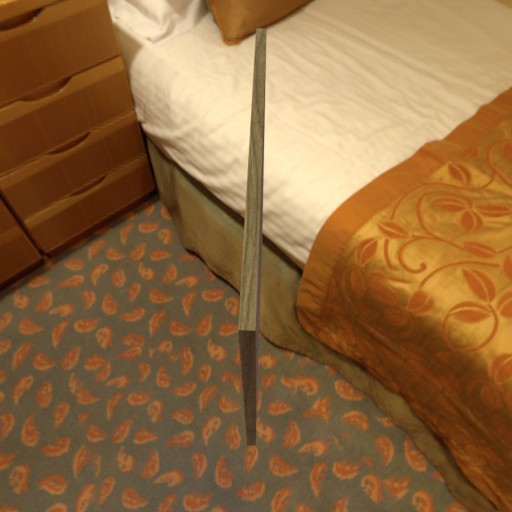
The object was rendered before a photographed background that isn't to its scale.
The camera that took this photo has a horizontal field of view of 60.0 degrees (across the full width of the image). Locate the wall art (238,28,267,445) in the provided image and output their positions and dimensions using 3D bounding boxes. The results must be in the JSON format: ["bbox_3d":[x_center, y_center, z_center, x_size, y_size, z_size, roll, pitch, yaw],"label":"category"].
[{"bbox_3d":[0.000,0.000,0.755,0.016,0.507,0.508,2,56,1],"label":"wall art"}]
